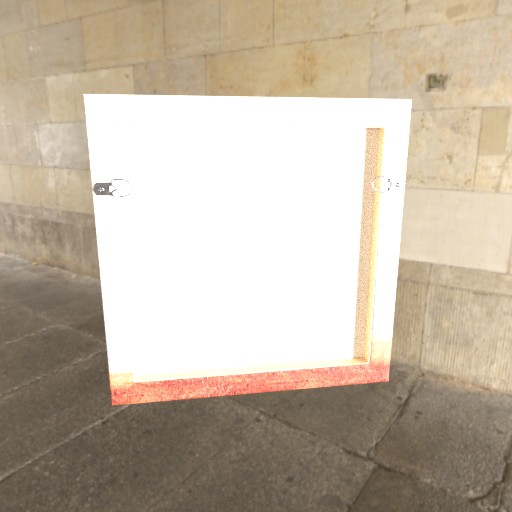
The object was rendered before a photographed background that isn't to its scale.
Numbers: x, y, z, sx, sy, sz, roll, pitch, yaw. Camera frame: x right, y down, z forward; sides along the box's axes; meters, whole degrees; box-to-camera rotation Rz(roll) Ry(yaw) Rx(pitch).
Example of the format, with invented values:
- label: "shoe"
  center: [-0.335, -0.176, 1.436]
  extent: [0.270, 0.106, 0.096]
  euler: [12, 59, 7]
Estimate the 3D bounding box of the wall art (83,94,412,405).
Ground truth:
- label: "wall art"
  center: [0.000, 0.000, 1.124]
  extent: [0.760, 0.760, 0.042]
  euler: [-2, 15, -9]
